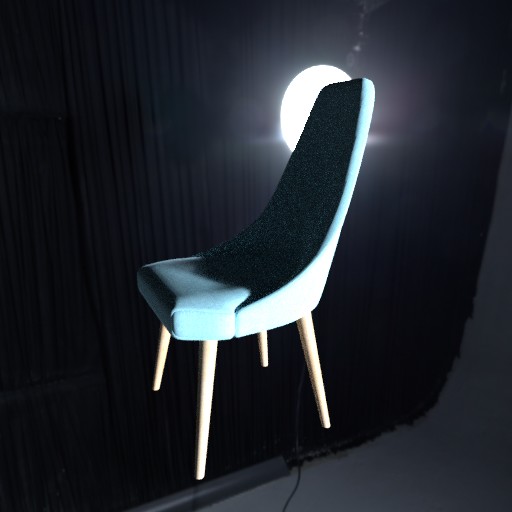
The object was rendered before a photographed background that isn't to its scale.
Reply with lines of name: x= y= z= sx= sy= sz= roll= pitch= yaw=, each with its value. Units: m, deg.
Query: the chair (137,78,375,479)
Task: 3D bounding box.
chair: x=0.000 y=0.000 z=1.364 sx=0.660 sy=1.040 sz=0.510 roll=-8 pitch=17 yaw=-25
